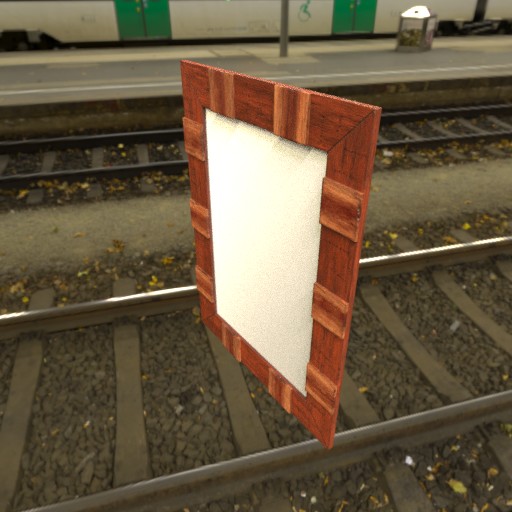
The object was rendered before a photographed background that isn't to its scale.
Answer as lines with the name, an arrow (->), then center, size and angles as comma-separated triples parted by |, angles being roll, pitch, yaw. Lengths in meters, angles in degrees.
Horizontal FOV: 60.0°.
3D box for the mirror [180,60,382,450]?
mirror -> 0.000, 0.000, 1.069 | 0.021, 0.805, 0.600 | -21, 37, -30
